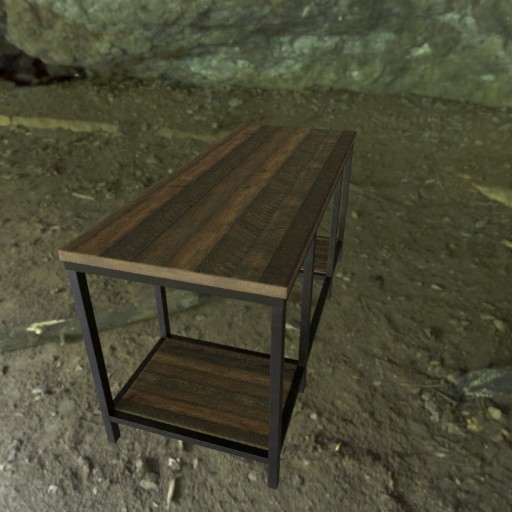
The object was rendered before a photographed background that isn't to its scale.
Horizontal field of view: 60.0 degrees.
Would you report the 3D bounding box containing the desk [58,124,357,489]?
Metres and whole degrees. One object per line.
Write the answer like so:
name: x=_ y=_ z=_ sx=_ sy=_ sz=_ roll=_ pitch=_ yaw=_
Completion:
desk: x=0.000 y=0.000 z=1.909 sx=0.617 sy=0.753 sz=1.538 roll=8 pitch=30 yaw=15
